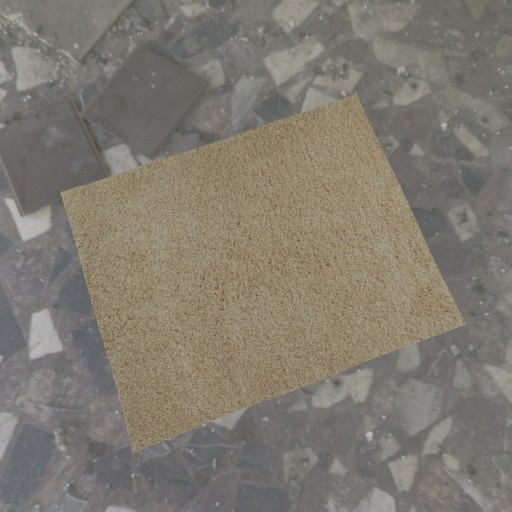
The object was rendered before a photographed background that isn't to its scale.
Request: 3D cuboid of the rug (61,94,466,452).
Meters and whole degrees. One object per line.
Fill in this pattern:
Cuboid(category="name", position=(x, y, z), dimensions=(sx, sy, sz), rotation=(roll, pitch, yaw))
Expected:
Cuboid(category="rug", position=(0.000, 0.000, 3.995), dimensions=(3.000, 0.025, 2.400), rotation=(-20, 77, -5))
